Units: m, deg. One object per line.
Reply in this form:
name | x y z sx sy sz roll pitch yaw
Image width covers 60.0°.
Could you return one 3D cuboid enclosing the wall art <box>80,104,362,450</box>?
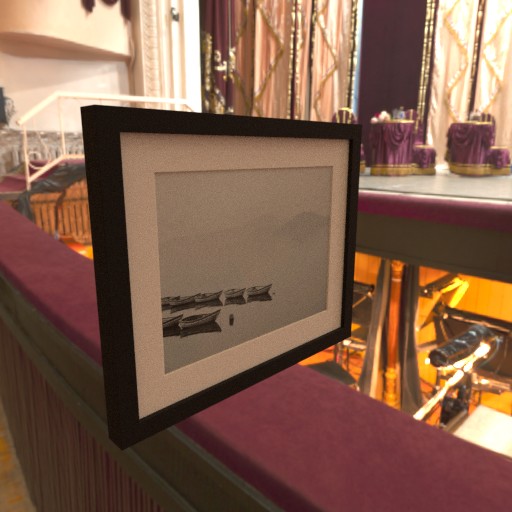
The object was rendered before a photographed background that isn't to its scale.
wall art | 0.000 0.000 0.545 0.397 0.325 0.028 -13 18 -43
